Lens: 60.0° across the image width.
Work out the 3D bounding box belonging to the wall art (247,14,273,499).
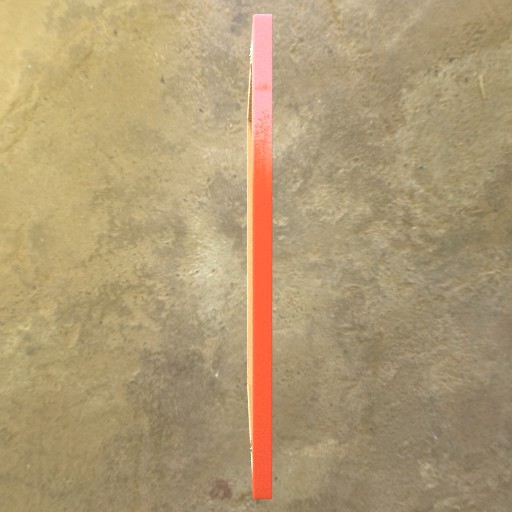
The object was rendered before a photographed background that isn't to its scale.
[{"bbox_3d":[0.000,0.000,1.133,0.040,0.609,0.913,0,92,-2],"label":"wall art"}]
